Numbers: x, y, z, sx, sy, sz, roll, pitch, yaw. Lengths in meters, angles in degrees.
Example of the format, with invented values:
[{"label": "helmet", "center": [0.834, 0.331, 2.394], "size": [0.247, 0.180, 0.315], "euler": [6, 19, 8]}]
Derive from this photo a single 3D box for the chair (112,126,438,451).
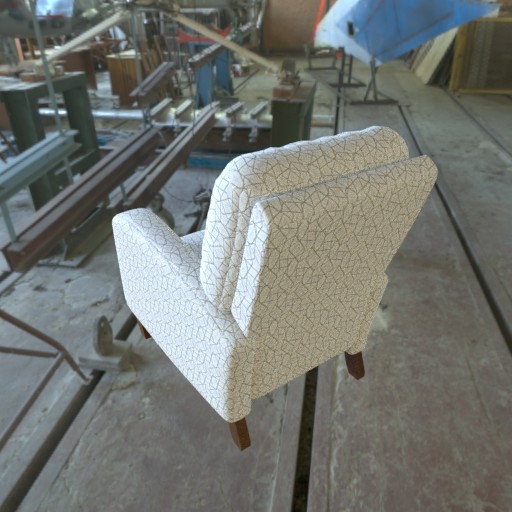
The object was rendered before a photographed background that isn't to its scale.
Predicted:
[{"label": "chair", "center": [0.000, 0.000, 1.722], "size": [0.796, 1.064, 0.995], "euler": [-20, 35, -30]}]
